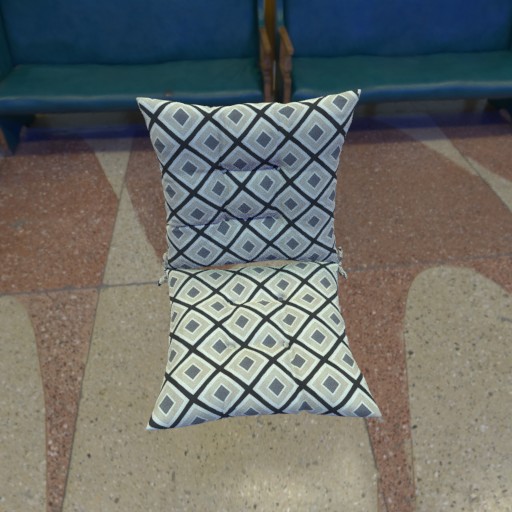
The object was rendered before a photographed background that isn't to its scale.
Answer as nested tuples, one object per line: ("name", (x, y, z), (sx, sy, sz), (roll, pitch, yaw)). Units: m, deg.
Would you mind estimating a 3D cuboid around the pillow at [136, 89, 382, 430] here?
("pillow", (0.000, 0.000, 0.997), (0.541, 0.536, 0.585), (-2, 44, -3))
